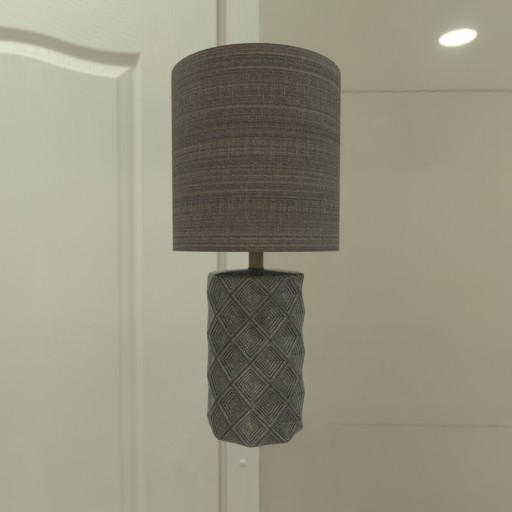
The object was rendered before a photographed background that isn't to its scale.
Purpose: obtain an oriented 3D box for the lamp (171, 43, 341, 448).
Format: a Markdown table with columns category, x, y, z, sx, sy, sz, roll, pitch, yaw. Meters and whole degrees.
| category | x | y | z | sx | sy | sz | roll | pitch | yaw |
| --- | --- | --- | --- | --- | --- | --- | --- | --- | --- |
| lamp | 0.000 | 0.000 | 0.722 | 0.268 | 0.566 | 0.269 | 0 | 1 | 1 |
